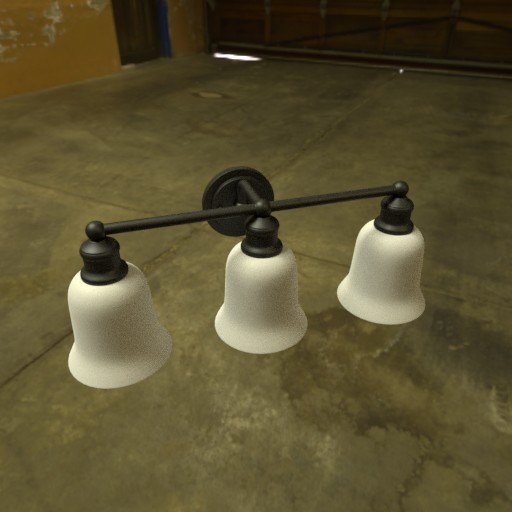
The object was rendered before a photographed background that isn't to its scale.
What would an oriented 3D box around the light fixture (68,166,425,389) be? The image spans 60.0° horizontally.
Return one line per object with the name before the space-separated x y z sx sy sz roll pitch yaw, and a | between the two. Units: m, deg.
light fixture | 0.000 0.000 0.663 0.570 0.211 0.198 -9 33 -15
